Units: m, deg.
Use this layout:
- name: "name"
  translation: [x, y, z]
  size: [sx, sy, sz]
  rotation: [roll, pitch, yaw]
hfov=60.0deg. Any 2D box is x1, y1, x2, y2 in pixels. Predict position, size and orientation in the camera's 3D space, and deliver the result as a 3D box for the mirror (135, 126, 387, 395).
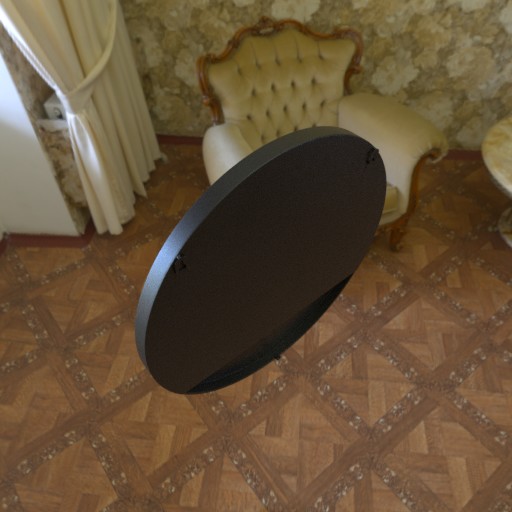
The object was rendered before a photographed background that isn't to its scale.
- name: "mirror"
  translation: [0.000, 0.000, 0.693]
  size: [0.457, 0.457, 0.133]
  rotation: [-31, 54, -26]
